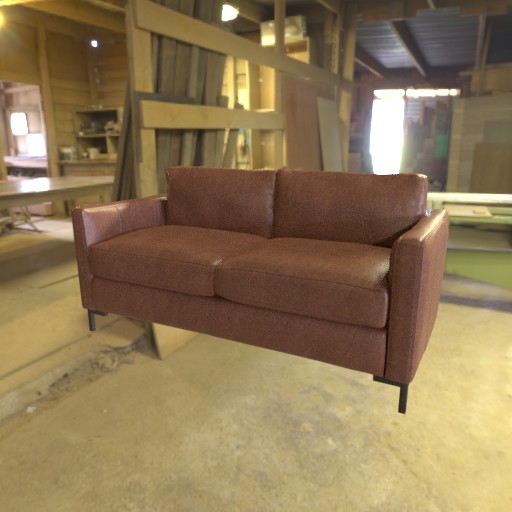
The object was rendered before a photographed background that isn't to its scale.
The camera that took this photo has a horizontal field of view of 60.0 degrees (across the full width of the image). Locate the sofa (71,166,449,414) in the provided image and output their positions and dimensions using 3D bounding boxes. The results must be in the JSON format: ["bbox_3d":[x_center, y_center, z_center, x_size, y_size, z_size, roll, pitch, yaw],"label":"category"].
[{"bbox_3d":[0.000,0.000,2.328,1.797,0.883,0.899,7,16,26],"label":"sofa"}]
